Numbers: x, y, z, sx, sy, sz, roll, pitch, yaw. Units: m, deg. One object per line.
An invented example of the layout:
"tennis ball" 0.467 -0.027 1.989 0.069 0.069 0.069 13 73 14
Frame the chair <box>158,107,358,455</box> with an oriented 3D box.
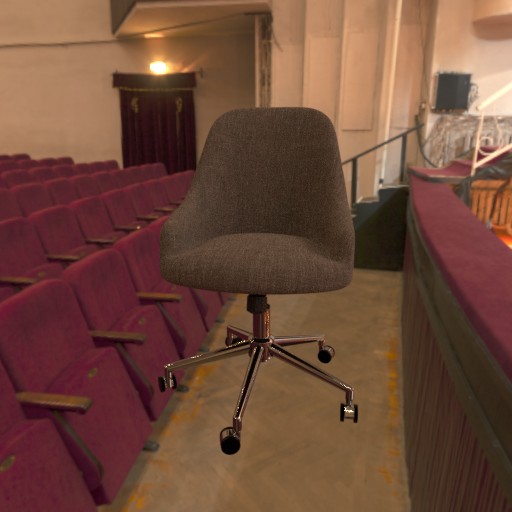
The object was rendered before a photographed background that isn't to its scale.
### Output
"chair" 0.000 0.000 1.426 0.671 0.950 0.712 2 15 8
